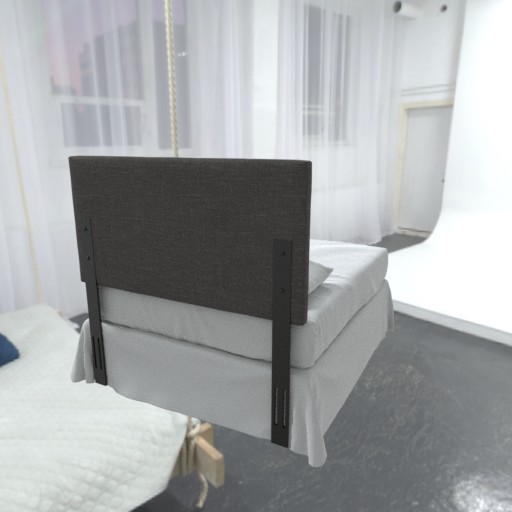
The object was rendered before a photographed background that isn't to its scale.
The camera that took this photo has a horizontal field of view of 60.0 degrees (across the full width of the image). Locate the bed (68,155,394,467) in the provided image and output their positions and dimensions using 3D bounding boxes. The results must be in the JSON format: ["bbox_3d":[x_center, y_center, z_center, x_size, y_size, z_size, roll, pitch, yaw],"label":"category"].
[{"bbox_3d":[0.000,0.000,3.496,1.936,1.577,2.222,7,16,27],"label":"bed"}]
